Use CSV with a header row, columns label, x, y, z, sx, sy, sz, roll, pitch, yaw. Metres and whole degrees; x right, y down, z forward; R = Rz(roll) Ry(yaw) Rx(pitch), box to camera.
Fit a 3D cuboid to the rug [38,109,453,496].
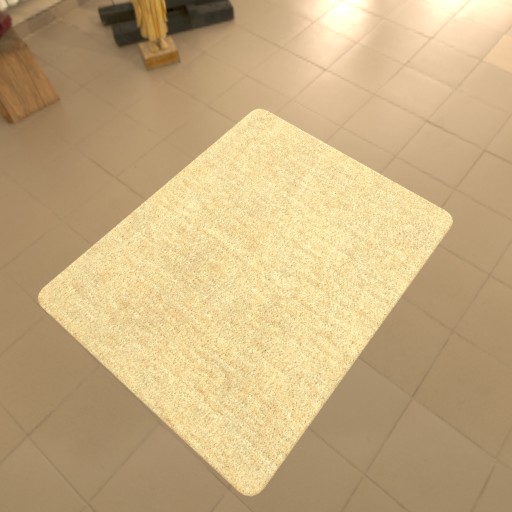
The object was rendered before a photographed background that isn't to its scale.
label,x,y,z,sx,sy,sz,roll,pitch,yaw
rug,0.000,0.000,3.300,2.009,0.048,2.528,35,65,19
